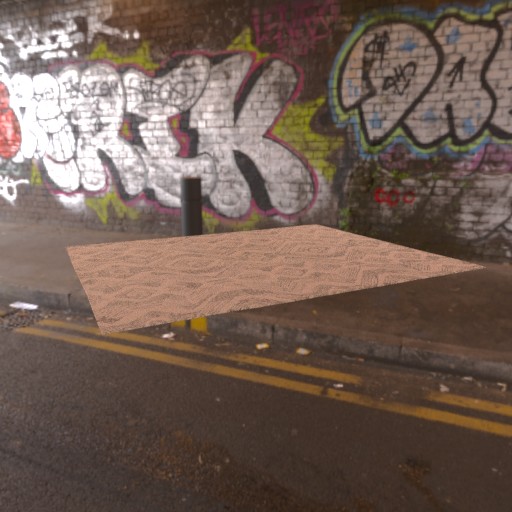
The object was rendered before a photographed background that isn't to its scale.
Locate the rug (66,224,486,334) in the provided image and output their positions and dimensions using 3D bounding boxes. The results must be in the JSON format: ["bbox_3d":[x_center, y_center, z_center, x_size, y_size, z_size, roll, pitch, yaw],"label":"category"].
[{"bbox_3d":[0.000,0.000,4.053,3.054,0.030,2.430,-7,15,-26],"label":"rug"}]
